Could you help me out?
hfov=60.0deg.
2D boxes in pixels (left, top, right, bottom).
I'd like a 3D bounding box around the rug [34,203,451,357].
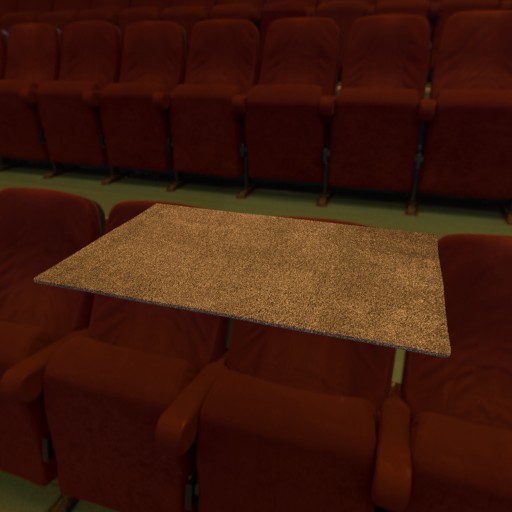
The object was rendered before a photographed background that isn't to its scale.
[{"bbox_3d":[0.000,0.000,2.984,2.352,0.025,1.501,8,26,16],"label":"rug"}]
